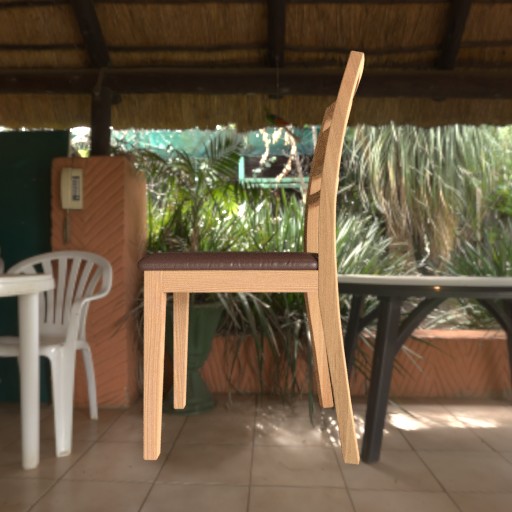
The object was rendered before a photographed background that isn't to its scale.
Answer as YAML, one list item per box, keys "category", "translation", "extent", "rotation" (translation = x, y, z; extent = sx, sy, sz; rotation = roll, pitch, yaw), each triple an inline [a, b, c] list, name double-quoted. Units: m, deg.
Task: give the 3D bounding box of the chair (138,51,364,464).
- category: "chair"
  translation: [0.000, 0.000, 1.210]
  extent: [0.545, 0.940, 0.420]
  rotation: [0, -1, 1]
